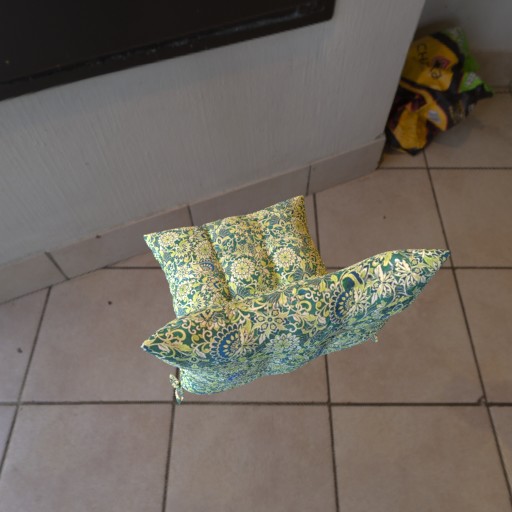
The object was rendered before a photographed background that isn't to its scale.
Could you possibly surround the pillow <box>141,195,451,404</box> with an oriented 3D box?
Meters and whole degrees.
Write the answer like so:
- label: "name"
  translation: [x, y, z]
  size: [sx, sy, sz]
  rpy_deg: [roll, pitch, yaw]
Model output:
- label: "pillow"
  translation: [0.000, 0.000, 1.013]
  size: [0.541, 0.536, 0.585]
  rpy_deg: [-16, 60, -9]
